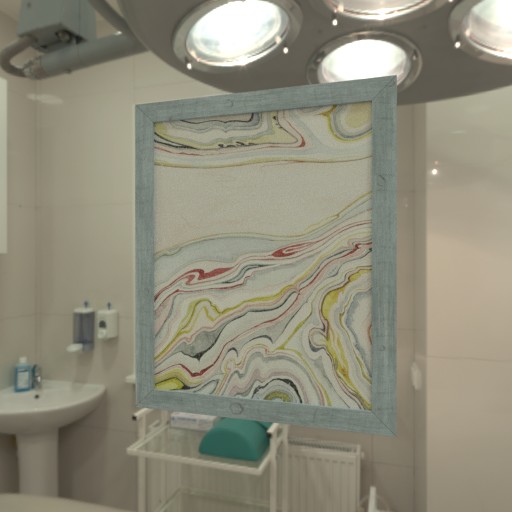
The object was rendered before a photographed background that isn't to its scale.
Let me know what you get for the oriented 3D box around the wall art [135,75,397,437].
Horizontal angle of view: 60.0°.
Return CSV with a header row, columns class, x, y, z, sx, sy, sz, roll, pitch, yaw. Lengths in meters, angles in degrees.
class,x,y,z,sx,sy,sz,roll,pitch,yaw
wall art,0.000,0.000,0.793,0.479,0.582,0.022,0,0,17
